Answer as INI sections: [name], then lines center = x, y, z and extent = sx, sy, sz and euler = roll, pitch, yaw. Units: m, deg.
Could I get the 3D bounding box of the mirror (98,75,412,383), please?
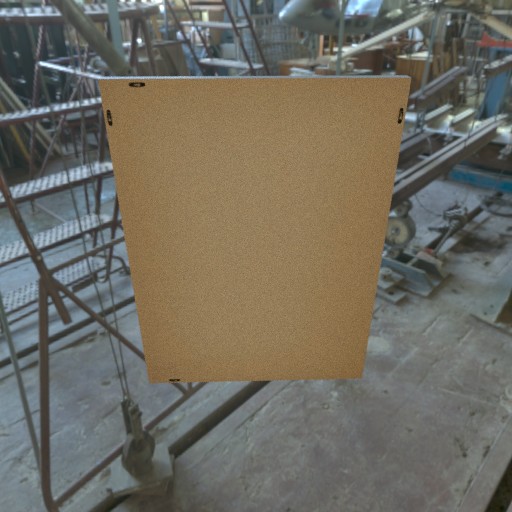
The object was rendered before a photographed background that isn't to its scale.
[mirror]
center = 0.000, 0.000, 1.344
extent = 0.762, 1.016, 0.040
euler = -1, 30, -1
